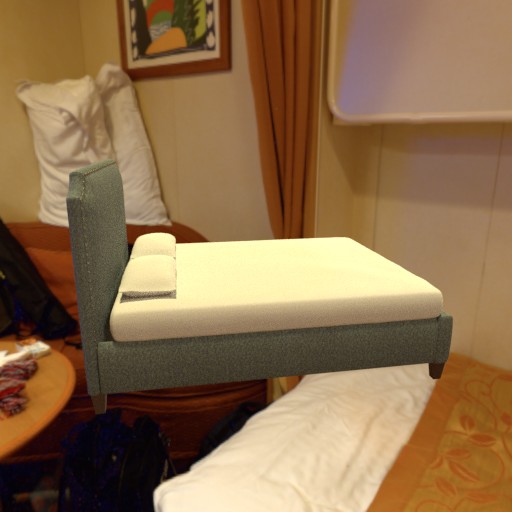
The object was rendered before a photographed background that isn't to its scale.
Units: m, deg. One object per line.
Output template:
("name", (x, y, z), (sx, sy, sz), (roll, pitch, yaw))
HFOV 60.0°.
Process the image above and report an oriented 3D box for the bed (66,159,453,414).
("bed", (0.000, 0.000, 3.455), (2.372, 1.443, 1.712), (-3, 15, -10))
